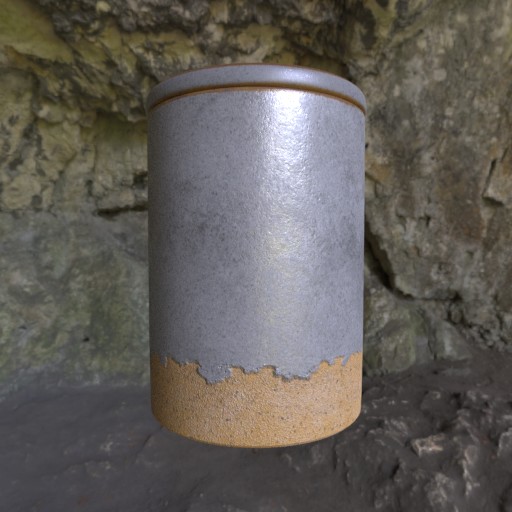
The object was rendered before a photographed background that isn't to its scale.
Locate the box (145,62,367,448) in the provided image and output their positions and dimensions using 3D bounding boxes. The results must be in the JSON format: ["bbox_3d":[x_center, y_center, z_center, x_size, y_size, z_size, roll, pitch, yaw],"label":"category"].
[{"bbox_3d":[0.000,0.000,0.246,0.118,0.168,0.118,0,1,0],"label":"box"}]
